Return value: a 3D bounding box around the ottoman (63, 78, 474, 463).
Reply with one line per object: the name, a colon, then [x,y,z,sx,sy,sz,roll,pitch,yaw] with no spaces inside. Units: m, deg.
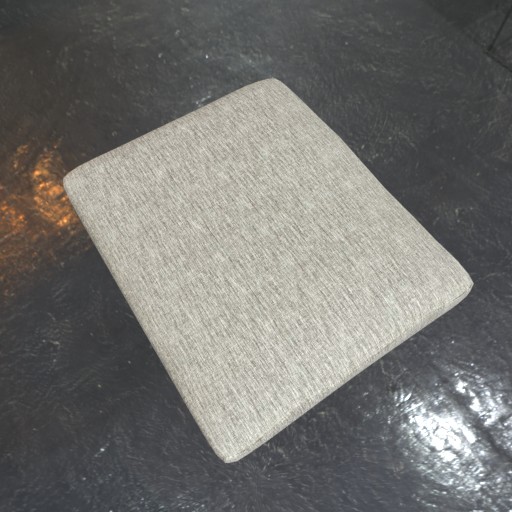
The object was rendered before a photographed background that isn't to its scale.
ottoman: [0.000,0.000,1.468,0.839,0.492,0.994,-31,67,-15]
